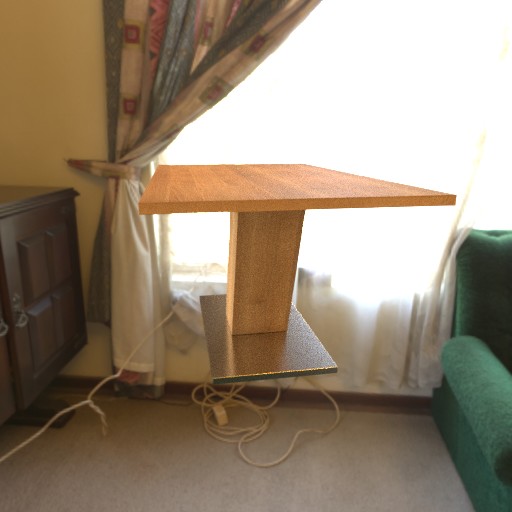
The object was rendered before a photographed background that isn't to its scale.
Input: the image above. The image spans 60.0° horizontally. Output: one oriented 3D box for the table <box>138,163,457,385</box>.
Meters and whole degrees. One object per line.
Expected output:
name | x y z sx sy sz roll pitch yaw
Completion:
table | 0.000 0.000 2.068 0.900 0.750 1.600 -3 15 -10
